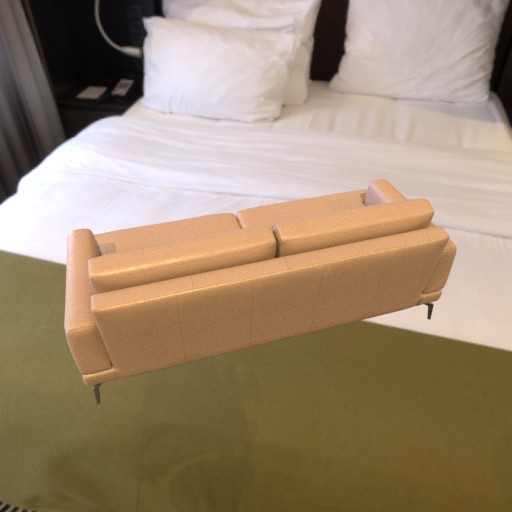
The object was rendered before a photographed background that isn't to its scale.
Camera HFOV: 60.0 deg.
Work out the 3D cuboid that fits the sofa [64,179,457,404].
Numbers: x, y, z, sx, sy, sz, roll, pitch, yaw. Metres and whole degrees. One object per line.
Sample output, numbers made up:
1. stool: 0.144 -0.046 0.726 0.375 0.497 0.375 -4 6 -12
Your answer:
1. sofa: 0.000 0.000 2.439 1.940 0.765 0.974 -11 41 -13
